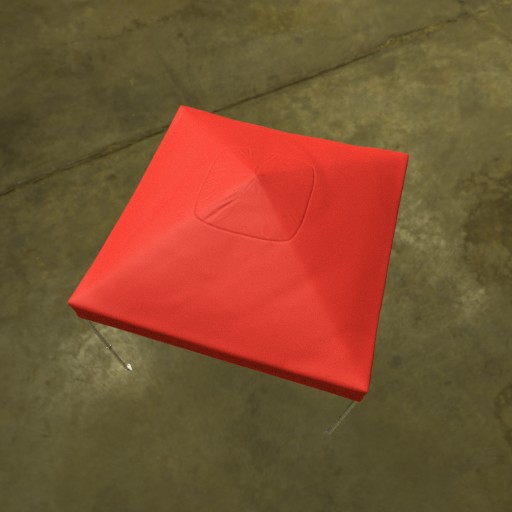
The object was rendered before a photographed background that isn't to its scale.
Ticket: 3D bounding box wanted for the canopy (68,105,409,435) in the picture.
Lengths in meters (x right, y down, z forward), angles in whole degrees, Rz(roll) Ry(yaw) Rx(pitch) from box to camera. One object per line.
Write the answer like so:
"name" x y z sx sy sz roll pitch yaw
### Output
"canopy" 0.000 0.000 5.493 2.996 2.997 2.998 15 60 9
